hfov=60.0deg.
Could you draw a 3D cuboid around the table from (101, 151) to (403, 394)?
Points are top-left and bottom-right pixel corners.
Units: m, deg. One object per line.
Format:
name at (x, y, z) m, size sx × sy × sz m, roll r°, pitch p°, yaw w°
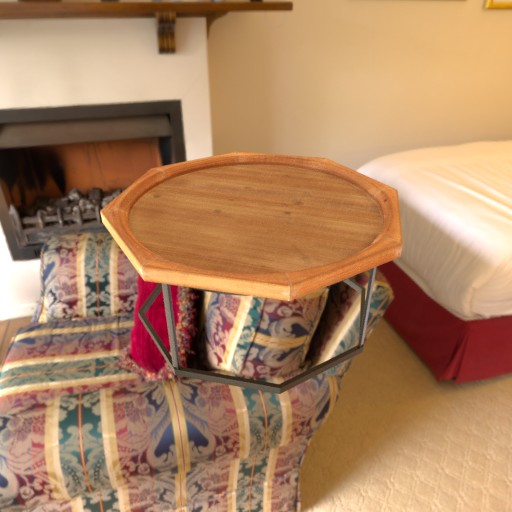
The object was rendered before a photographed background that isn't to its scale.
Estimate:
table at (0.000, 0.000, 1.593) m, size 1.002 × 0.444 × 1.002 m, roll 0°, pitch 32°, yaw 0°
